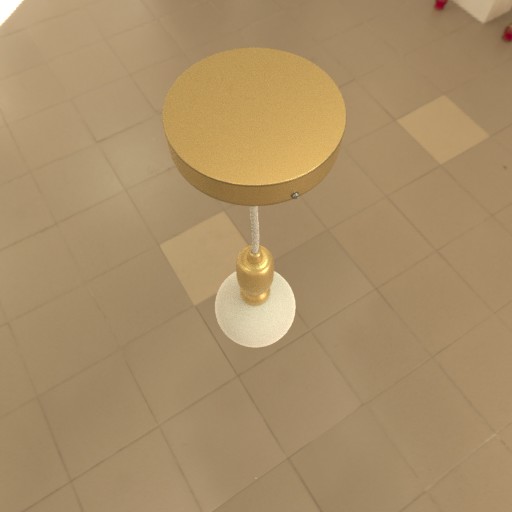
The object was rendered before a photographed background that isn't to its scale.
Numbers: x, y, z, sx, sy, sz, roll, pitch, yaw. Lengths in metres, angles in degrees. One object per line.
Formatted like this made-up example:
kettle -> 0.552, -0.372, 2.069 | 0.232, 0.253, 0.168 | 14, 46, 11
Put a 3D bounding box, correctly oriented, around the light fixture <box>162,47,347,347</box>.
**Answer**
light fixture -> 0.000, 0.000, 0.573 | 0.146, 0.510, 0.147 | -30, 67, -14
